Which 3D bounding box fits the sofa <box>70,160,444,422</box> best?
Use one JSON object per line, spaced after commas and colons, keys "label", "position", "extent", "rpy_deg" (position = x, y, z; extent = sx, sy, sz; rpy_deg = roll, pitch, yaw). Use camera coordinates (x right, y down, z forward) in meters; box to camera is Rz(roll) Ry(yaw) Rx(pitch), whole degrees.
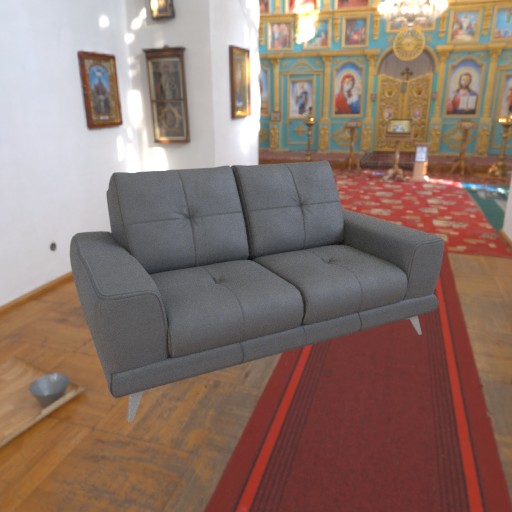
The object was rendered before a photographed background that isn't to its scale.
{"label": "sofa", "position": [0.000, 0.000, 2.394], "extent": [1.806, 0.907, 1.018], "rpy_deg": [-9, 20, -26]}
